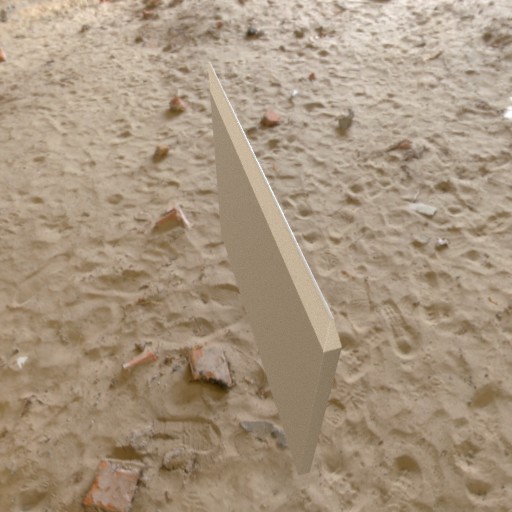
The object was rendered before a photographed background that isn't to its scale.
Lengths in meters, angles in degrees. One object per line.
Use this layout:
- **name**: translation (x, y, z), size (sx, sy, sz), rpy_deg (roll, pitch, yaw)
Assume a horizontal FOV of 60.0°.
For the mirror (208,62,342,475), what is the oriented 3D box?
- **mirror**: translation (0.000, 0.000, 1.122), size (0.030, 0.630, 0.870), rpy_deg (-11, 47, -11)
